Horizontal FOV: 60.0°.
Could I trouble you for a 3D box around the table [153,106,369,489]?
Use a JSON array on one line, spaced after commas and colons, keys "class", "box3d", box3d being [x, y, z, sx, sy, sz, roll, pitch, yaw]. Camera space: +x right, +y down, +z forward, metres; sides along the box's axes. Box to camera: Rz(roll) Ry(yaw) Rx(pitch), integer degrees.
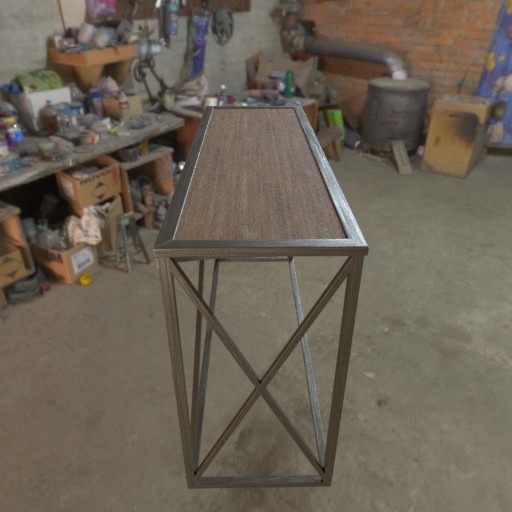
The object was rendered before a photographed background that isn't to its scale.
[{"class": "table", "box3d": [0.000, 0.000, 1.537, 0.402, 0.753, 1.216, 0, 31, -1]}]
